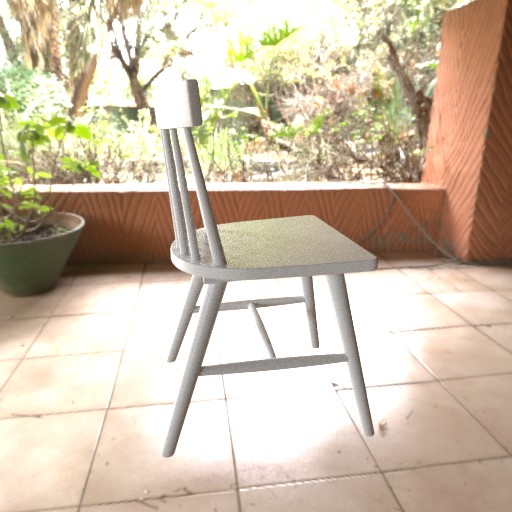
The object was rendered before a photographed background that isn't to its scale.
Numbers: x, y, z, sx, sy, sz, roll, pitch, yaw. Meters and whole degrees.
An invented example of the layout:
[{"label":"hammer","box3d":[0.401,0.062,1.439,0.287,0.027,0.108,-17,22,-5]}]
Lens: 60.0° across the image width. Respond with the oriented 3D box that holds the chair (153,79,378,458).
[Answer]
[{"label":"chair","box3d":[0.000,0.000,1.119,0.500,0.787,0.483,-3,17,-9]}]
